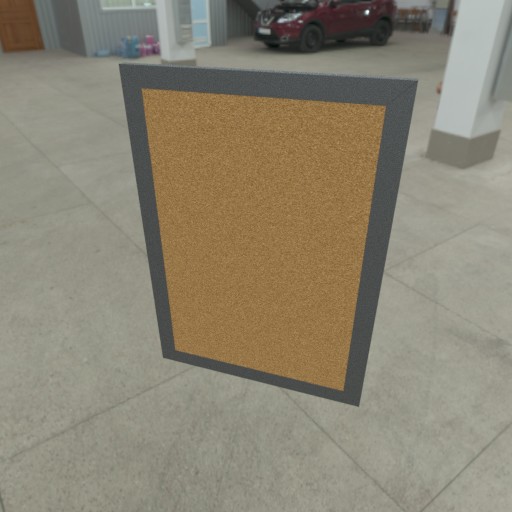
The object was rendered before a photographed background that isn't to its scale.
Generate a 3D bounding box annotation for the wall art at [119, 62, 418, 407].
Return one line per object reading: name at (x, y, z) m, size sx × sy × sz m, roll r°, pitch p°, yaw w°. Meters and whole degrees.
wall art at (0.000, 0.000, 0.682) m, size 0.380 × 0.534 × 0.013 m, roll 10°, pitch 33°, yaw 15°
